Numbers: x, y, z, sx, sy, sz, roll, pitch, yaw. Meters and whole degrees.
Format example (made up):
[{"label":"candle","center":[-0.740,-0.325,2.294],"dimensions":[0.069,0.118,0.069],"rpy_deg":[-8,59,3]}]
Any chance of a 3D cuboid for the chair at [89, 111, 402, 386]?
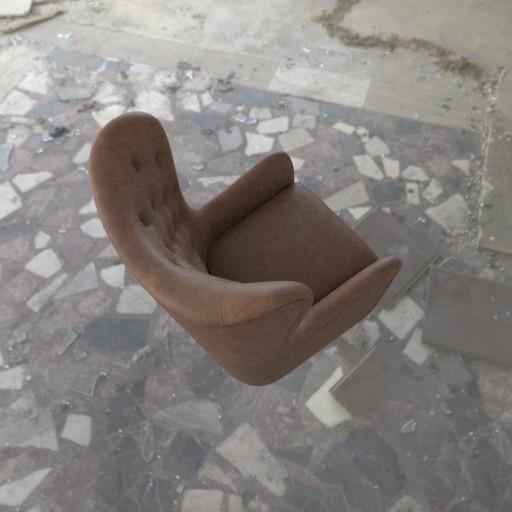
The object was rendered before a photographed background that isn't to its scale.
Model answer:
[{"label":"chair","center":[0.000,0.000,1.741],"dimensions":[0.930,1.079,0.831],"rpy_deg":[-32,63,-18]}]
